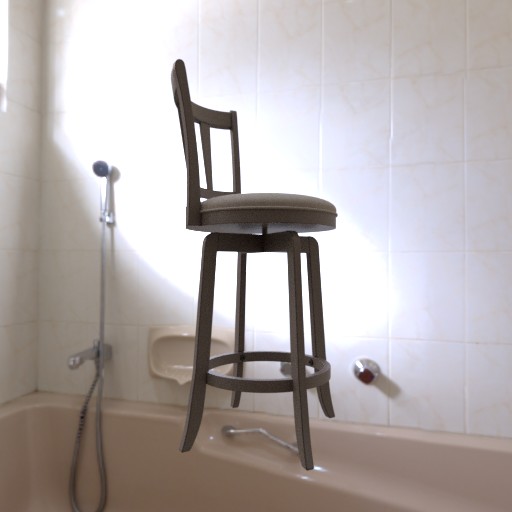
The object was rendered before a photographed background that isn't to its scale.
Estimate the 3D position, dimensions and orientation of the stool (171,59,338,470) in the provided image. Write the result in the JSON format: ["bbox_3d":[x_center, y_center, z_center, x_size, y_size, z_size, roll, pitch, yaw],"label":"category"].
[{"bbox_3d":[0.000,0.000,1.304,0.475,1.023,0.436,0,-1,18],"label":"stool"}]
